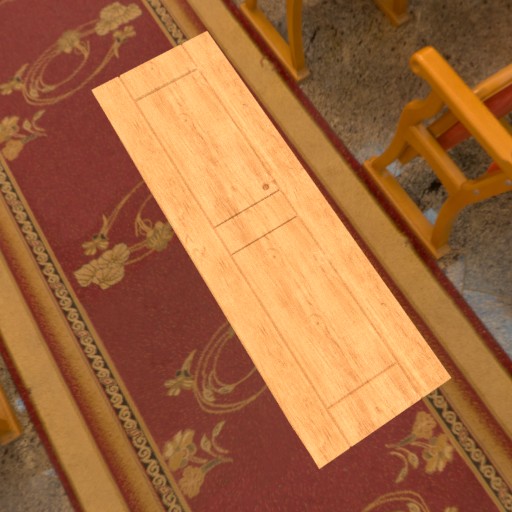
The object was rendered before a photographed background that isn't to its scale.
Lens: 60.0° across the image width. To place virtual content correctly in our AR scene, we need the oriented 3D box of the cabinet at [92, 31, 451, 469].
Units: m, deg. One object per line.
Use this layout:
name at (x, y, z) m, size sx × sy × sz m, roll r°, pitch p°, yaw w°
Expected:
cabinet at (0.000, 0.000, 1.710) m, size 0.432 × 0.810 × 1.321 m, roll -31°, pitch 78°, yaw -8°
